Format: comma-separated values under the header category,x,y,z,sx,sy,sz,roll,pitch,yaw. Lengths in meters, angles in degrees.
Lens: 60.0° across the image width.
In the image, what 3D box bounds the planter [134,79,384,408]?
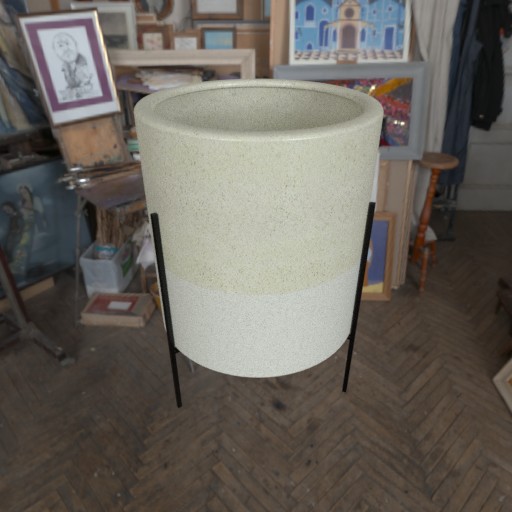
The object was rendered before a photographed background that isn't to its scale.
category,x,y,z,sx,sy,sz,roll,pitch,yaw
planter,0.000,0.000,0.712,0.333,0.483,0.324,-21,38,-31
